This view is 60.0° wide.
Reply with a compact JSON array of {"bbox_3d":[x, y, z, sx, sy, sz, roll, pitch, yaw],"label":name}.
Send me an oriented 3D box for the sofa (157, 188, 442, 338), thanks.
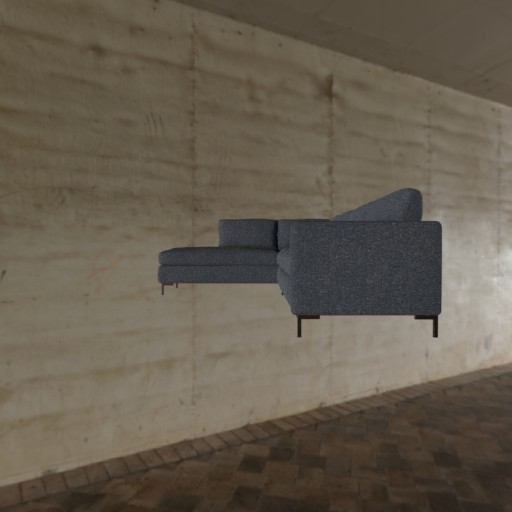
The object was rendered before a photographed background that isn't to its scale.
[{"bbox_3d":[0.000,0.000,3.785,2.007,0.815,2.949,0,1,1],"label":"sofa"}]
